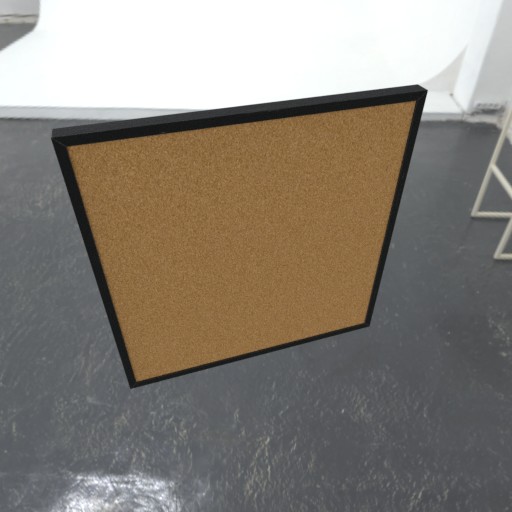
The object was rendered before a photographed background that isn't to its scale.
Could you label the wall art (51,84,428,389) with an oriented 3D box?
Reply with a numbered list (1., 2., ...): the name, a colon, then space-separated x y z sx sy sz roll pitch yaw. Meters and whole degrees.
1. wall art: 0.000 0.000 1.116 0.761 0.761 0.037 -12 41 -14
